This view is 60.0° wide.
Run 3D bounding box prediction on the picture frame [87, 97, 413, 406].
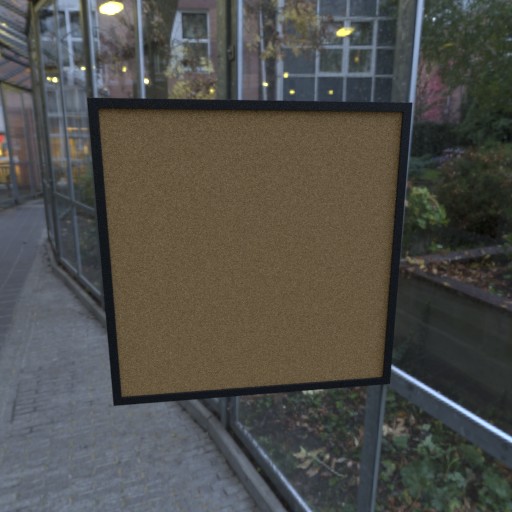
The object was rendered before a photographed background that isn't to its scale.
[{"bbox_3d":[0.000,0.000,0.480,0.317,0.317,0.030,-2,14,-8],"label":"picture frame"}]
